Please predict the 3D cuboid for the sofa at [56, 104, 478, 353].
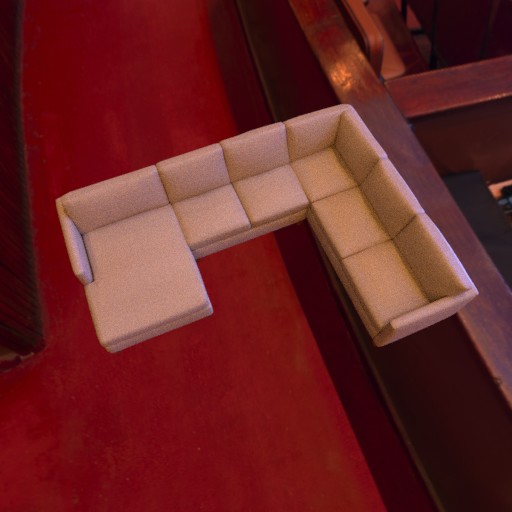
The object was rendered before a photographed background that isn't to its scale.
[{"bbox_3d":[0.000,0.000,4.554,3.460,0.961,2.594,-21,66,-10],"label":"sofa"}]
